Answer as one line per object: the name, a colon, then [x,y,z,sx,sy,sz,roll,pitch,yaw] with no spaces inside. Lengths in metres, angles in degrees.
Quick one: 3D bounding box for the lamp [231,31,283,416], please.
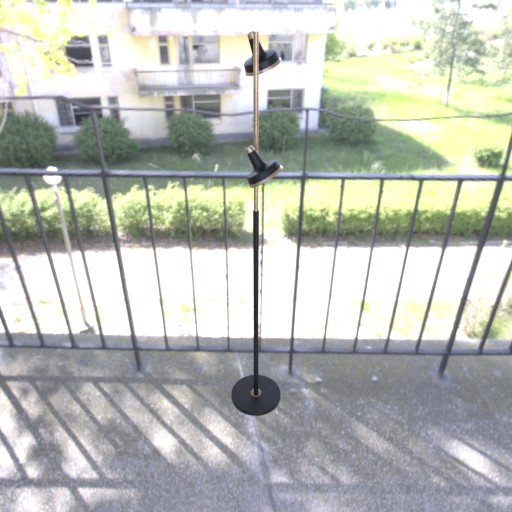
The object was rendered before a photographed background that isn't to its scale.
lamp: [0.000,0.000,1.847,0.253,1.674,0.351,0,31,0]
